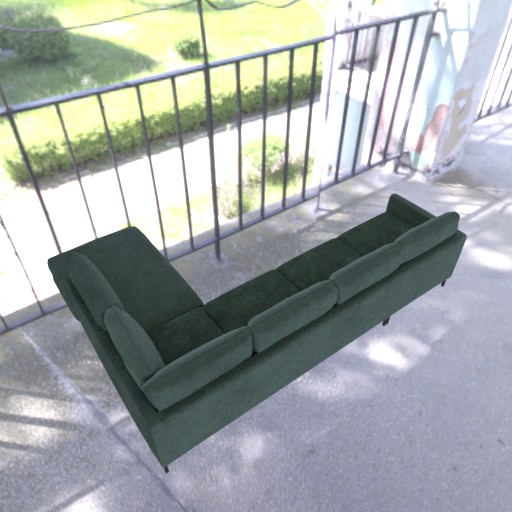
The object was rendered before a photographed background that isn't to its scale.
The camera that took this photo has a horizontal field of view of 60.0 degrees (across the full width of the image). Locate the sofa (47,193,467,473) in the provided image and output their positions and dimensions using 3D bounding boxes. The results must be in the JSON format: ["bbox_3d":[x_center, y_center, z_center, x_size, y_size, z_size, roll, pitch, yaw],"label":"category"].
[{"bbox_3d":[0.000,0.000,3.185,2.486,0.687,1.707,-26,48,-26],"label":"sofa"}]
